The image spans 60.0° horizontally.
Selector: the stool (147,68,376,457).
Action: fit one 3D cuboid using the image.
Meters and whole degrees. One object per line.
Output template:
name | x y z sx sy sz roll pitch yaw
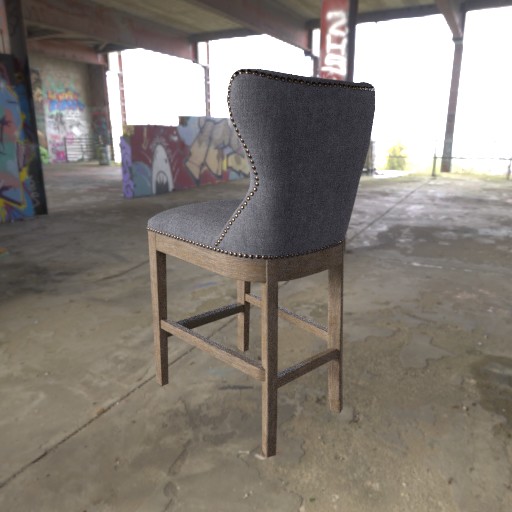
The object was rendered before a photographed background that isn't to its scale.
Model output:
stool | 0.000 0.000 1.341 0.498 0.981 0.608 -14 21 -40
